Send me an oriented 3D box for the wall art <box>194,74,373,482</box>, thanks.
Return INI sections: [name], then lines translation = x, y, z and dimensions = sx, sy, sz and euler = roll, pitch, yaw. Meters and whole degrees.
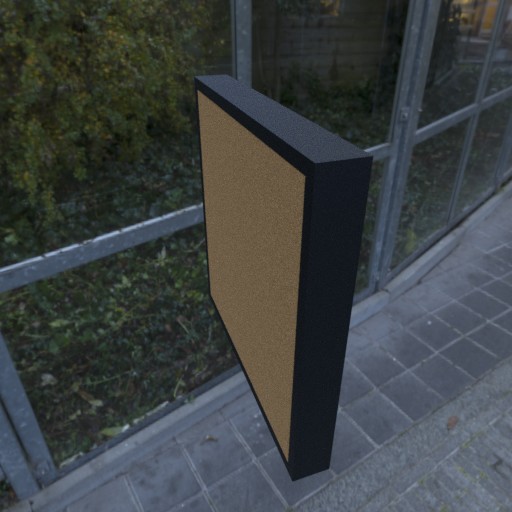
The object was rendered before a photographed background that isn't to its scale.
[wall art]
translation = 0.000, 0.000, 0.457
dimensions = 0.038, 0.304, 0.305
euler = -10, 33, -17
